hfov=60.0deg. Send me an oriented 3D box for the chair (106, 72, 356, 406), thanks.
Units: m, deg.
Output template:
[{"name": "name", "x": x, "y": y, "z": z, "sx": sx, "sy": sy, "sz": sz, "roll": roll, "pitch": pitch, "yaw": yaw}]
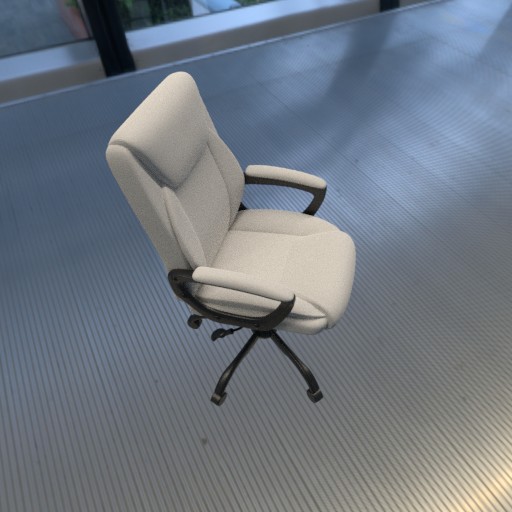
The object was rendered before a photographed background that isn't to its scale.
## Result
[{"name": "chair", "x": 0.000, "y": 0.000, "z": 1.508, "sx": 0.669, "sy": 1.065, "sz": 0.663, "roll": 12, "pitch": 48, "yaw": 11}]
